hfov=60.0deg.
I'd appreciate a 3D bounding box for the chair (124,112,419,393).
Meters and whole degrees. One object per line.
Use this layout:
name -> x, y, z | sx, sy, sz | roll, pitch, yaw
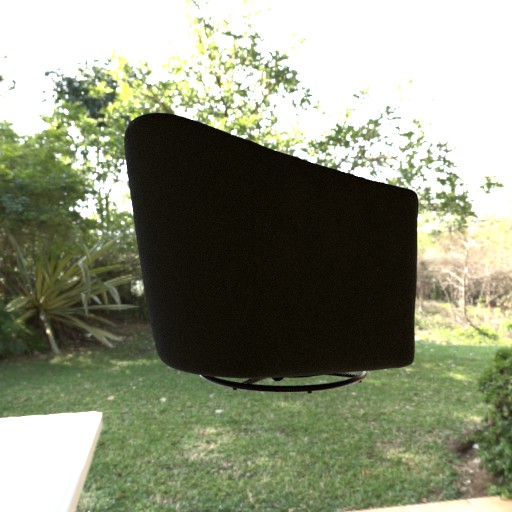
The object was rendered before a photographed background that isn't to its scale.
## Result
chair -> 0.000, 0.000, 1.522 | 0.875, 0.799, 0.747 | 1, -2, -17
